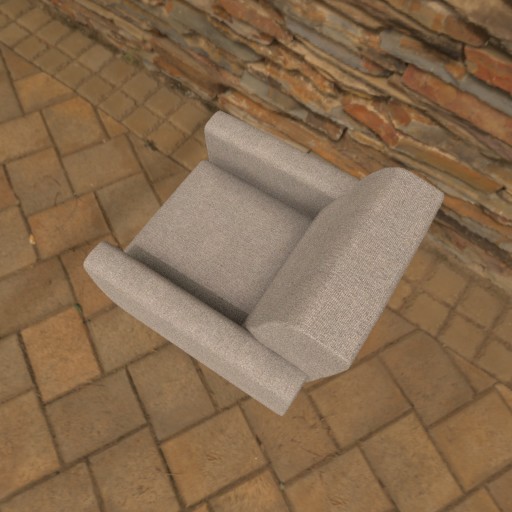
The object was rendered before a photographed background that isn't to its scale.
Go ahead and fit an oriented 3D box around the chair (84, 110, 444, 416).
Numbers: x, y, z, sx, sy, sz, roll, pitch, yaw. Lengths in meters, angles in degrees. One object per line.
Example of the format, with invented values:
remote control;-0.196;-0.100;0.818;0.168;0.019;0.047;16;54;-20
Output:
chair;0.000;0.000;1.693;0.942;0.968;0.845;31;69;13
